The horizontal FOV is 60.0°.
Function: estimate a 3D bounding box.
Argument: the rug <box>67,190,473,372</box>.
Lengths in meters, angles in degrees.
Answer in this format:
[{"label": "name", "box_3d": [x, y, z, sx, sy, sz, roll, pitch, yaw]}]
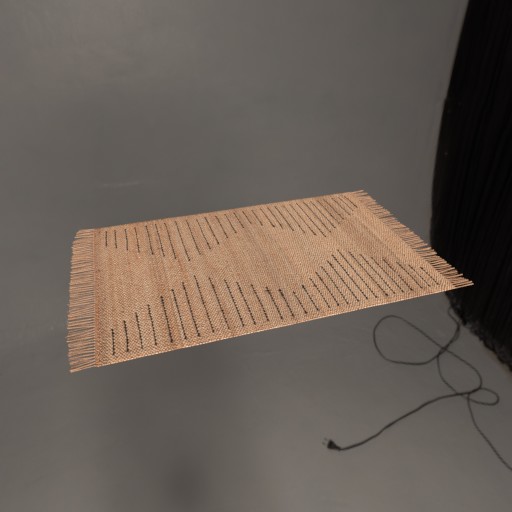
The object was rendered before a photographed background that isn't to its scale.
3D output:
[{"label": "rug", "box_3d": [0.000, 0.000, 2.604, 2.085, 0.027, 1.224, -10, 35, -14]}]
